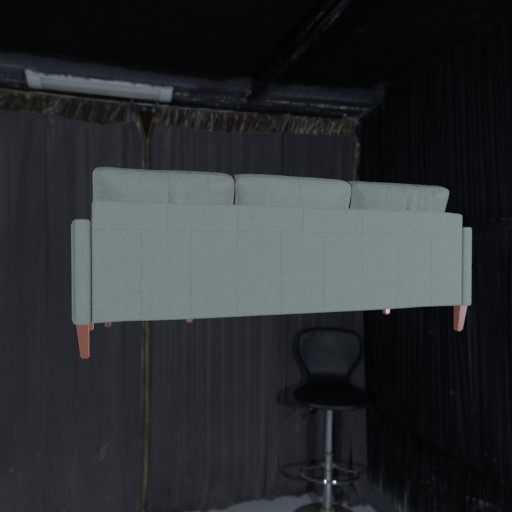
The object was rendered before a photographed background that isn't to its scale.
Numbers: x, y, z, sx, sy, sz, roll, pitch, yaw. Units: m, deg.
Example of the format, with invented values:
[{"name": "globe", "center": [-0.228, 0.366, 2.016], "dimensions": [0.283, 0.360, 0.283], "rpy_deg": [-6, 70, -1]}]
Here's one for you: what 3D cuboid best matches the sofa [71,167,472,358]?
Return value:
[{"name": "sofa", "center": [0.000, 0.000, 2.945], "dimensions": [2.178, 0.876, 1.506], "rpy_deg": [0, 1, -19]}]
